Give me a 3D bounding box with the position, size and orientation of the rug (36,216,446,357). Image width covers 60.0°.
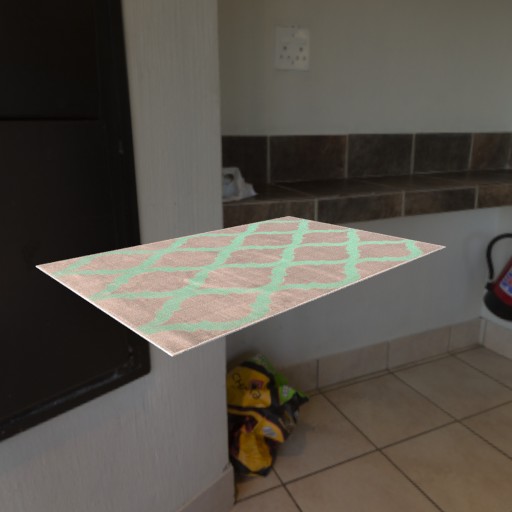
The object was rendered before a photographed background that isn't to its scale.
[{"bbox_3d":[0.000,0.000,2.944,2.286,0.006,1.524,-15,22,-41],"label":"rug"}]
